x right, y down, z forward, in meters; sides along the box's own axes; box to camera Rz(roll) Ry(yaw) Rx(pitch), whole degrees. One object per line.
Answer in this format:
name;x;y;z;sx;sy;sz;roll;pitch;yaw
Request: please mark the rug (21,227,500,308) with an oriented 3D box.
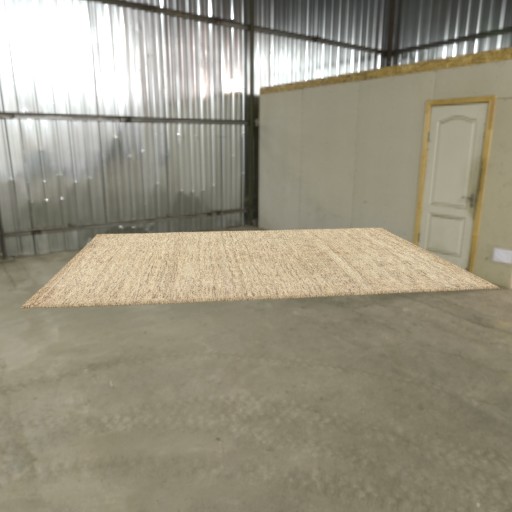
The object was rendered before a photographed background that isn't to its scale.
rug;0.000;0.000;2.251;1.822;0.018;1.211;-2;15;-7
